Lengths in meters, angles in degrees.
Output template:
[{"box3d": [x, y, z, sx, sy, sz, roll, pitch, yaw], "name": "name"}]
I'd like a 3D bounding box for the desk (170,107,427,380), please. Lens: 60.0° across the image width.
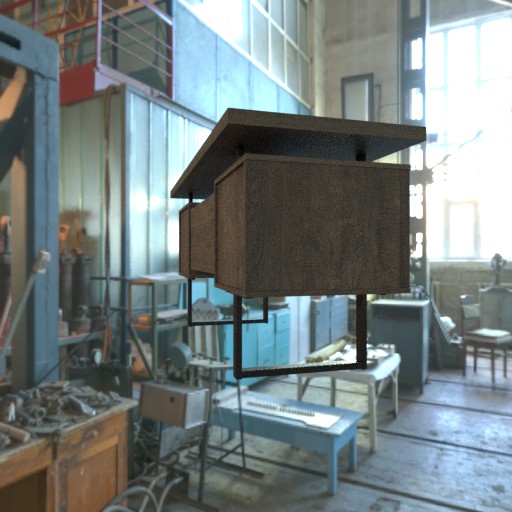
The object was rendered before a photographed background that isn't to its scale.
[{"box3d": [0.000, 0.000, 1.953, 0.600, 0.760, 1.524, 0, 0, -16], "name": "desk"}]
